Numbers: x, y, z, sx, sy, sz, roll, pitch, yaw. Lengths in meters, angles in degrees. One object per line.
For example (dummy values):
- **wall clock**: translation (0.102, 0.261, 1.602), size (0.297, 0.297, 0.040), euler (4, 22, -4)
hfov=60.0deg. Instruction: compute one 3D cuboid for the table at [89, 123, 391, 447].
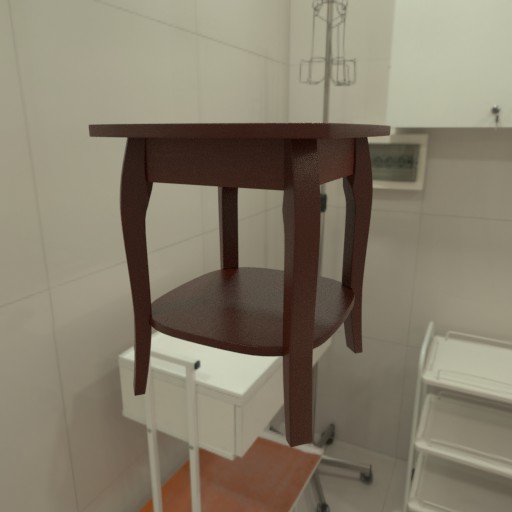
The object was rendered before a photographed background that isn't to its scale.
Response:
- **table**: translation (0.000, 0.000, 0.876), size (0.433, 0.496, 0.502), euler (8, 18, 25)
